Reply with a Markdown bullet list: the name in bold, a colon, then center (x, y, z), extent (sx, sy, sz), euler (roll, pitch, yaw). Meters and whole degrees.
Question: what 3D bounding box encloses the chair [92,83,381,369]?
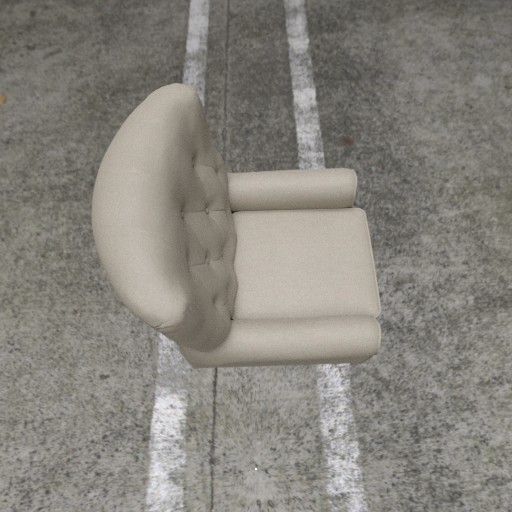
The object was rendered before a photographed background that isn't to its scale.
- **chair**: center (0.000, 0.000, 1.899), extent (1.059, 1.158, 0.943), euler (-1, 64, -1)
